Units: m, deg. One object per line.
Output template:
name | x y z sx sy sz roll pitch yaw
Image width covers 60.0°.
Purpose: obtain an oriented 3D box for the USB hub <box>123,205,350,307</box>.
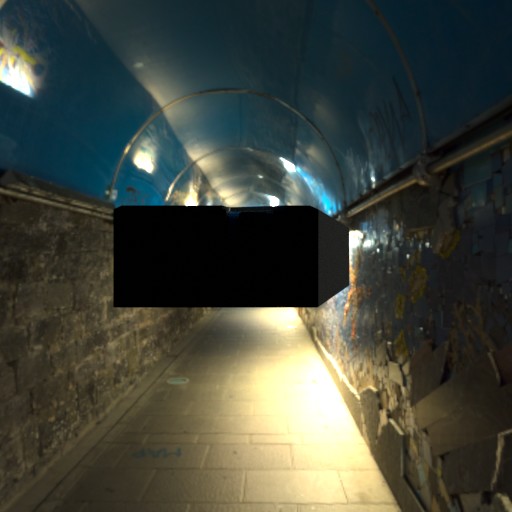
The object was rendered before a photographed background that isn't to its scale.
USB hub | 0.000 0.000 0.129 0.044 0.023 0.110 0 0 17
